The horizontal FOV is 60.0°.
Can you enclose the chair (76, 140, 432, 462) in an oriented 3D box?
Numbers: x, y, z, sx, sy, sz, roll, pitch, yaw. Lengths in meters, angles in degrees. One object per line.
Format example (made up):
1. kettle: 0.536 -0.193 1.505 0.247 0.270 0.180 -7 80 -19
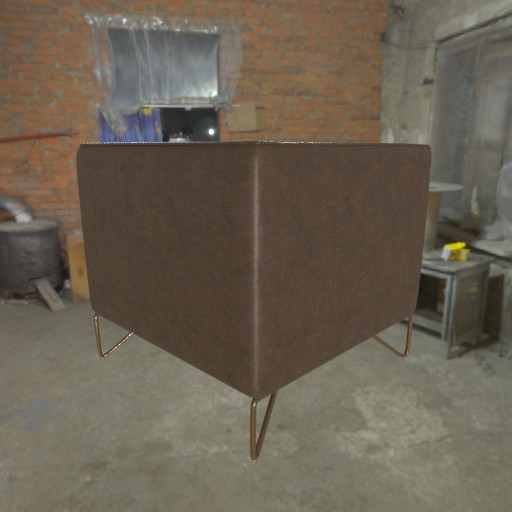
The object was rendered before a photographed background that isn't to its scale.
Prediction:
1. chair: 0.000 0.000 1.594 0.880 0.790 0.894 13 19 43
